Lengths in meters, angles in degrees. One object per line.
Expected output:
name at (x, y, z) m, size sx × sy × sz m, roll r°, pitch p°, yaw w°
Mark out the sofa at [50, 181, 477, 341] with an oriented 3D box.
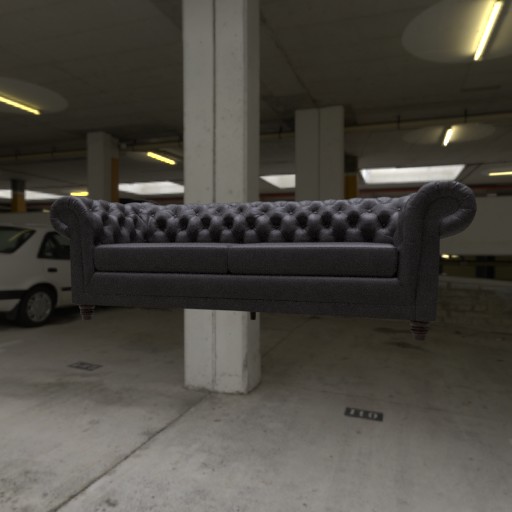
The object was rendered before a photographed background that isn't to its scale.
sofa at (0.000, 0.000, 2.787) m, size 2.385 × 0.783 × 0.944 m, roll 0°, pitch 1°, yaw 18°
